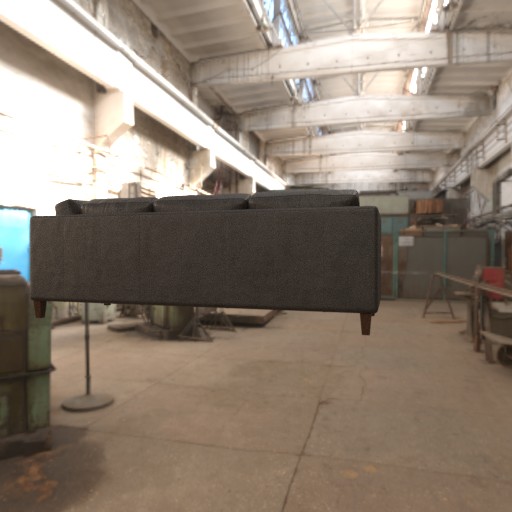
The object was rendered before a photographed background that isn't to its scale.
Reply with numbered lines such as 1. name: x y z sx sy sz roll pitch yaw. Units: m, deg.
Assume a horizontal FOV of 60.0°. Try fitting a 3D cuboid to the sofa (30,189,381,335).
1. sofa: 0.000 0.000 4.452 2.452 0.891 3.324 0 0 17
